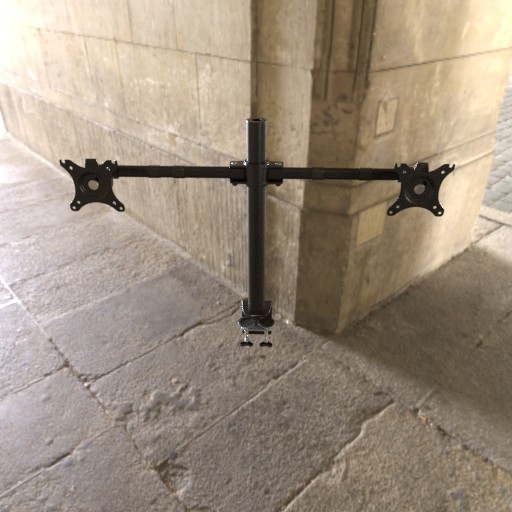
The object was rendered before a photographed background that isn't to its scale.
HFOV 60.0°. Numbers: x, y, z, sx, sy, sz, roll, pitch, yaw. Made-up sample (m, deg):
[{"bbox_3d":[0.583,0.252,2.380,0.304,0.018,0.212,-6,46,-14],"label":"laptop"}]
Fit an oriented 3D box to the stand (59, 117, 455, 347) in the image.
[{"bbox_3d":[0.000,0.000,1.023,0.743,0.603,0.150,1,31,2],"label":"stand"}]
